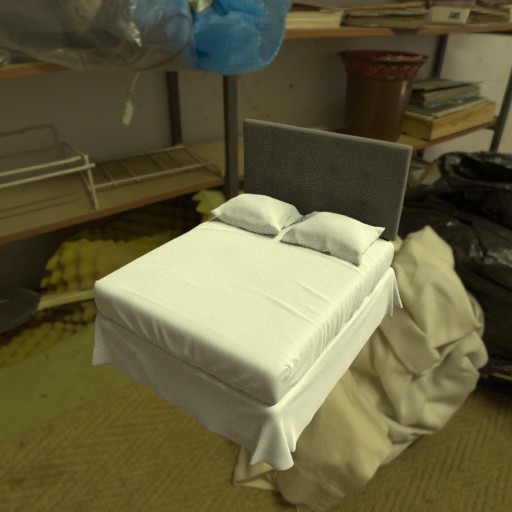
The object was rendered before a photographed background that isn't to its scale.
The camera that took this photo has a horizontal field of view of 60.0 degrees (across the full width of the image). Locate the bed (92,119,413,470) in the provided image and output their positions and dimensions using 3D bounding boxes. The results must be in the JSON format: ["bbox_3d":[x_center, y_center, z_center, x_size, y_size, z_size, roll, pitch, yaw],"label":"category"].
[{"bbox_3d":[0.000,0.000,3.567,1.936,1.577,2.222,19,35,30],"label":"bed"}]
